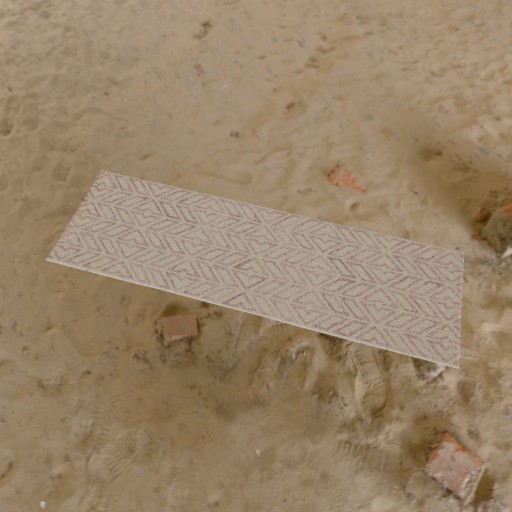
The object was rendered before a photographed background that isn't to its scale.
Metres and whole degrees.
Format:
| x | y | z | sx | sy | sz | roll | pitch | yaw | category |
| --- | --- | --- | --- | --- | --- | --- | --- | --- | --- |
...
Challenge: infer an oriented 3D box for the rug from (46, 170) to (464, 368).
| x | y | z | sx | sy | sz | roll | pitch | yaw | category |
| --- | --- | --- | --- | --- | --- | --- | --- | --- | --- |
| 0.000 | 0.000 | 2.696 | 2.435 | 0.009 | 0.750 | 14 | 60 | 8 | rug |
